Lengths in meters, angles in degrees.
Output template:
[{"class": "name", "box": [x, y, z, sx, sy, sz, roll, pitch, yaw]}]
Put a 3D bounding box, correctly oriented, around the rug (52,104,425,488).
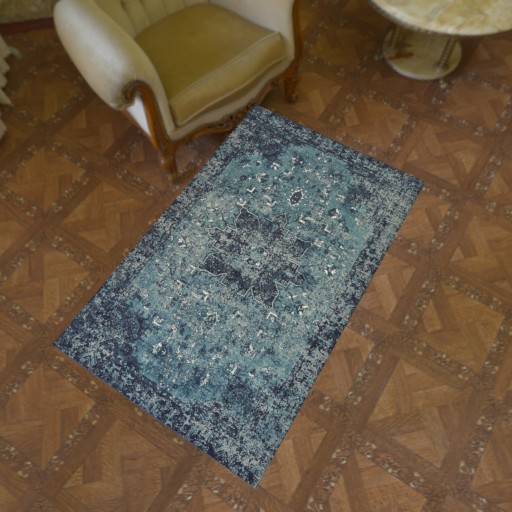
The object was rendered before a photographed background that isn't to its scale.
[{"class": "rug", "box": [0.000, 0.000, 3.091, 1.525, 0.007, 2.440, 29, 67, 14]}]
